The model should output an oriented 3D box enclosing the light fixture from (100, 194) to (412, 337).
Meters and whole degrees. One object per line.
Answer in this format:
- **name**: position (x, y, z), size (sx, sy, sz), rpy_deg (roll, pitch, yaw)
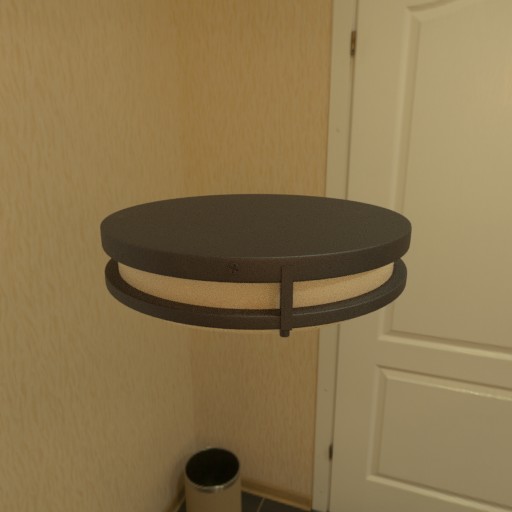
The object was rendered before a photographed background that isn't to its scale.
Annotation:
- **light fixture**: position (0.000, 0.000, 0.545), size (0.356, 0.102, 0.356), rpy_deg (0, 16, 0)
